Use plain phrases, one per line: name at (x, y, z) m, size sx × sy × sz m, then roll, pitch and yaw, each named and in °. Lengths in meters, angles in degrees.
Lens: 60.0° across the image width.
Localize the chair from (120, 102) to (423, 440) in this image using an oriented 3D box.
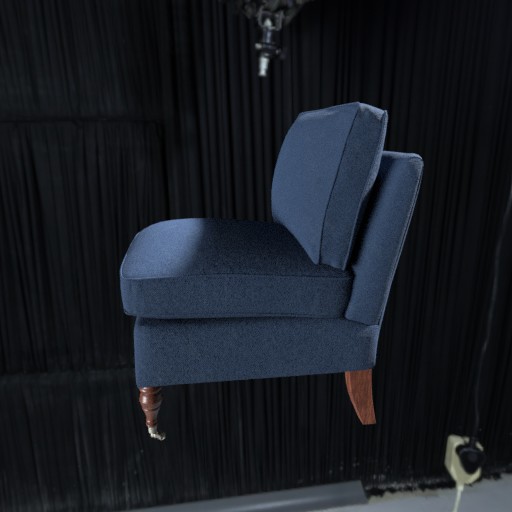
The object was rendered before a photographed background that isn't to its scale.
chair at (0.000, 0.000, 1.658) m, size 0.912 × 1.052 × 0.724 m, roll -2°, pitch 16°, yaw -8°
